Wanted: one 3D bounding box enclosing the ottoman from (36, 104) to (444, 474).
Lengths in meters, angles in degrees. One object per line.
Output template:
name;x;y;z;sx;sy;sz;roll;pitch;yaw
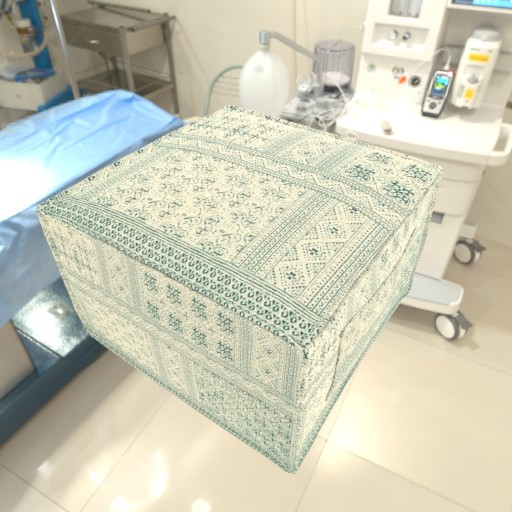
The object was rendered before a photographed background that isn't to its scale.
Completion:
ottoman;0.000;0.000;1.027;0.626;0.439;0.617;25;47;26
